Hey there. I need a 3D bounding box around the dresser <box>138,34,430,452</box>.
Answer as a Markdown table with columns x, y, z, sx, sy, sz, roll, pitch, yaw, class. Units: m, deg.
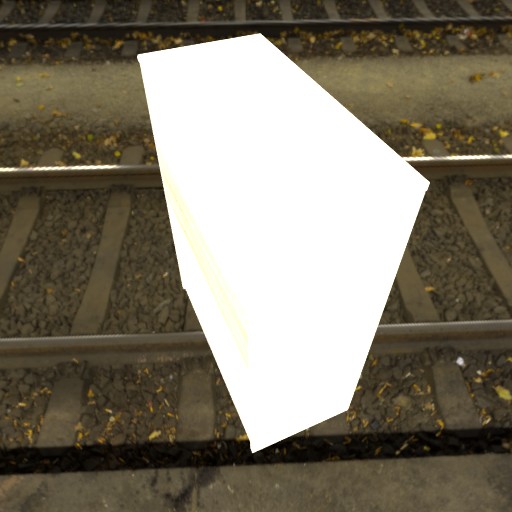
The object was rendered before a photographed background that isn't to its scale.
| x | y | z | sx | sy | sz | roll | pitch | yaw | class |
| --- | --- | --- | --- | --- | --- | --- | --- | --- | --- |
| 0.000 | 0.000 | 1.432 | 0.380 | 1.040 | 0.800 | -18 | 50 | -16 | dresser |
